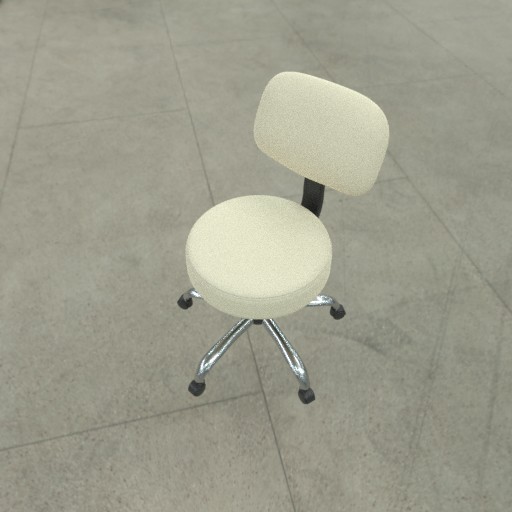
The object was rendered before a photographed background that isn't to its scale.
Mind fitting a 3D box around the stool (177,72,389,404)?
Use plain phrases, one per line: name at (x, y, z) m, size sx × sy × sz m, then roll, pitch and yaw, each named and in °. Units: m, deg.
stool at (0.000, 0.000, 1.267) m, size 0.609 × 0.810 × 0.616 m, roll 33°, pitch 55°, yaw 27°
